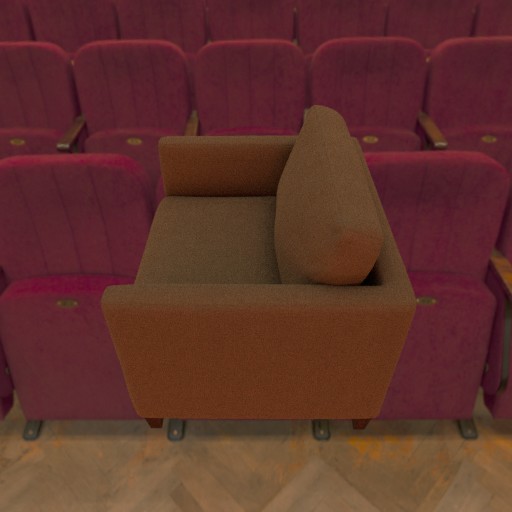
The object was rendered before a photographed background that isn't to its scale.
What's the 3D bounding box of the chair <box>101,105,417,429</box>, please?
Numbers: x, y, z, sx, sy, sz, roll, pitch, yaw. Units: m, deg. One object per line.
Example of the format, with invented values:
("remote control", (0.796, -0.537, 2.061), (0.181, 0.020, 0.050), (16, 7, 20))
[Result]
("chair", (0.000, 0.000, 1.845), (0.959, 0.963, 1.107), (0, 41, 0))
